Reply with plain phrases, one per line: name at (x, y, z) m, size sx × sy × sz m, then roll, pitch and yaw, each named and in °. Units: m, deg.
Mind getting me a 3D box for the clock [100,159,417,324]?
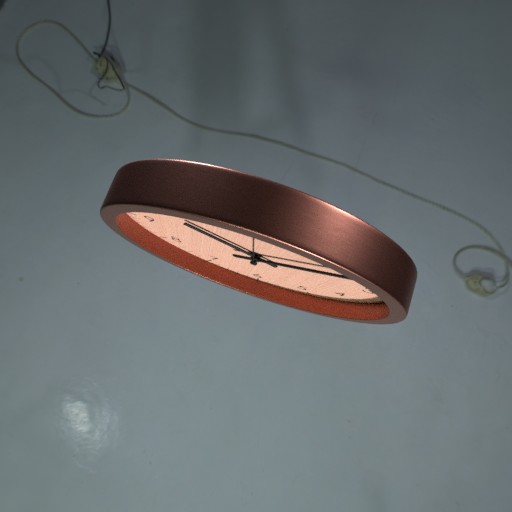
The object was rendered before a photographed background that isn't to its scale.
clock at (0.000, 0.000, 0.458) m, size 0.313 × 0.313 × 0.040 m, roll 18°, pitch 77°, yaw 4°
